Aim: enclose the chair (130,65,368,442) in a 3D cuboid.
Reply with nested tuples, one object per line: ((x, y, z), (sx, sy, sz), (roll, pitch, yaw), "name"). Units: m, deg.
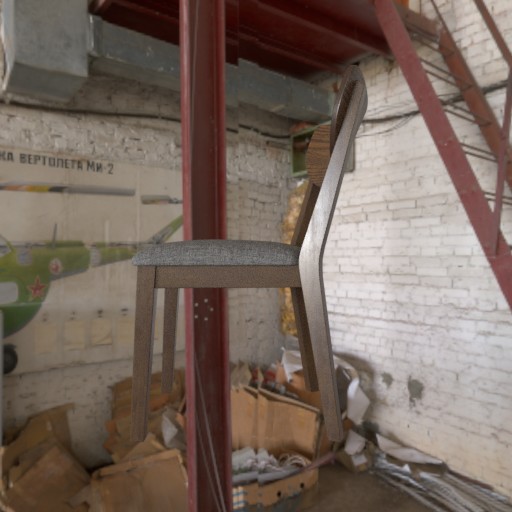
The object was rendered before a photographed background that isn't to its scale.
((0.000, 0.000, 1.211), (0.583, 0.849, 0.491), (0, 0, -1), "chair")
